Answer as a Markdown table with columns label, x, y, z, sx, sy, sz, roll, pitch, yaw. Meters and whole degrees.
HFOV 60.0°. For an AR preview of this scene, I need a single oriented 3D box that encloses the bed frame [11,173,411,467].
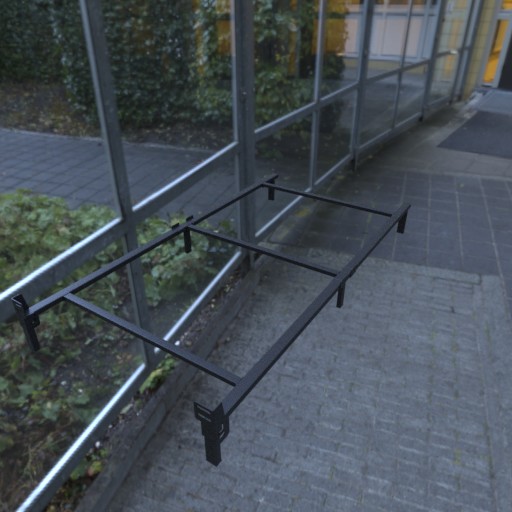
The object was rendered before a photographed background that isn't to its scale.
| label | x | y | z | sx | sy | sz | roll | pitch | yaw |
| --- | --- | --- | --- | --- | --- | --- | --- | --- | --- |
| bed frame | 0.000 | 0.000 | 2.188 | 0.968 | 0.248 | 1.897 | 18 | 35 | 28 |
